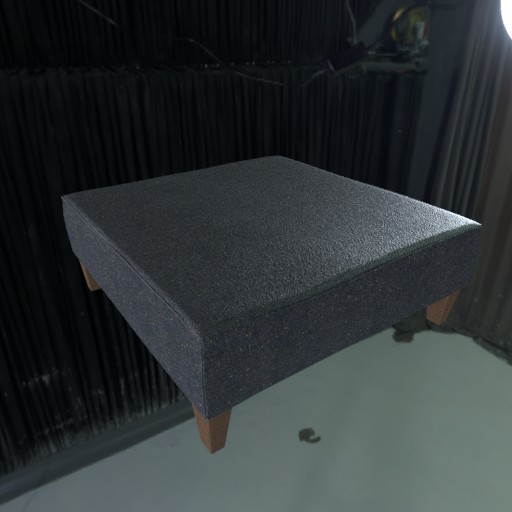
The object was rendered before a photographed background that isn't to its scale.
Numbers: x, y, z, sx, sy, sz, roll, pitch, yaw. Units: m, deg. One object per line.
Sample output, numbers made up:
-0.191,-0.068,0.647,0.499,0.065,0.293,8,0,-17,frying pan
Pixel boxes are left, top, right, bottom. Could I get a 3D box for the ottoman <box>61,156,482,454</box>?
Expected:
0.000,0.000,1.501,0.968,0.382,1.004,-18,32,-31,ottoman
